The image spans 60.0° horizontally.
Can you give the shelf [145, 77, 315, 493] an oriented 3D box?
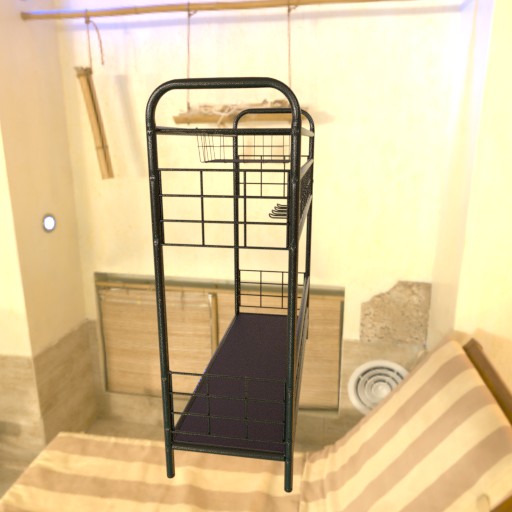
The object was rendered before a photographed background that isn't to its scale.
[{"bbox_3d":[0.000,0.000,1.518,0.350,1.026,0.961,2,15,9],"label":"shelf"}]
